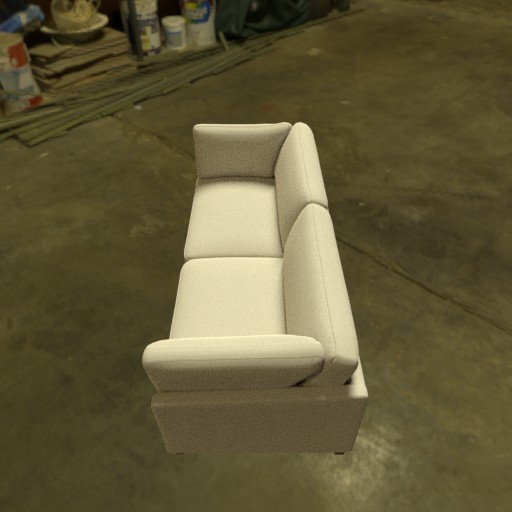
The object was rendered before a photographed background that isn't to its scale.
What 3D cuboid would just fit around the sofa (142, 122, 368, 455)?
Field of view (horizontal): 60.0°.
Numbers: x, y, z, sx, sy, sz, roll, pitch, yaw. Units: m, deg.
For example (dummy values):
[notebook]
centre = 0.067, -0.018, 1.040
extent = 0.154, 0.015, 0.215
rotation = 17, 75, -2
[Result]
[sofa]
centre = 0.000, 0.000, 2.831
extent = 0.957, 0.863, 2.301
rotation = 0, 42, 0
